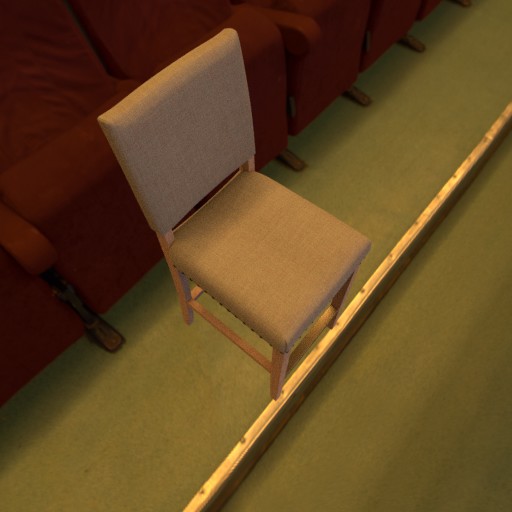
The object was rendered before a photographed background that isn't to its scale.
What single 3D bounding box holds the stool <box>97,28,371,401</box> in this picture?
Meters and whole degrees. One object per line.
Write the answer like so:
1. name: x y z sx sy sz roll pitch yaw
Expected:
1. stool: 0.000 0.000 1.468 0.585 1.173 0.445 36 66 19
